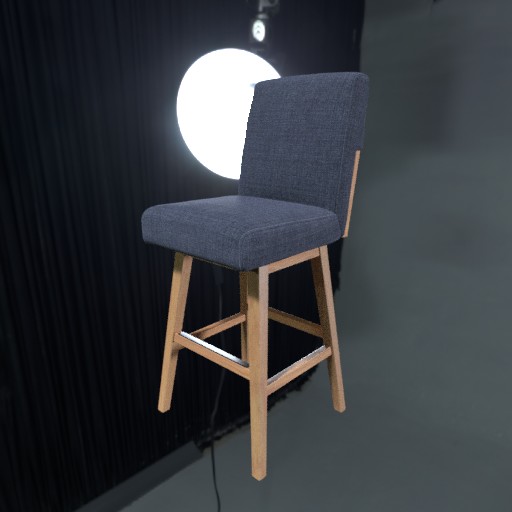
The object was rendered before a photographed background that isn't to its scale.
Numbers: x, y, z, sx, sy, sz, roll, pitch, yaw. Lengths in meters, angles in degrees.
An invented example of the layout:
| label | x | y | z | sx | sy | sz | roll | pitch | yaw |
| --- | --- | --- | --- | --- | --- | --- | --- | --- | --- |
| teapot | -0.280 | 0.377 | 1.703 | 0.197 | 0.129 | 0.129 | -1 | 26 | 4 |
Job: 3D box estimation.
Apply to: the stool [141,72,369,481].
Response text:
| label | x | y | z | sx | sy | sz | roll | pitch | yaw |
| --- | --- | --- | --- | --- | --- | --- | --- | --- | --- |
| stool | 0.000 | 0.000 | 1.411 | 0.483 | 1.112 | 0.570 | 15 | 22 | 41 |
